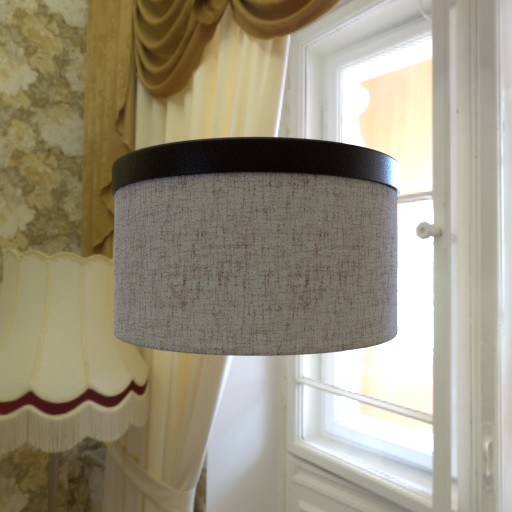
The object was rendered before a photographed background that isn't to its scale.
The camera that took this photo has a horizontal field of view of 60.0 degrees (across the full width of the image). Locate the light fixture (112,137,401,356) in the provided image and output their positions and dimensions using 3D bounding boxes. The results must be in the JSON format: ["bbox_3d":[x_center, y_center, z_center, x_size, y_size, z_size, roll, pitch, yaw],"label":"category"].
[{"bbox_3d":[0.000,0.000,0.627,0.389,0.229,0.389,0,-1,0],"label":"light fixture"}]
